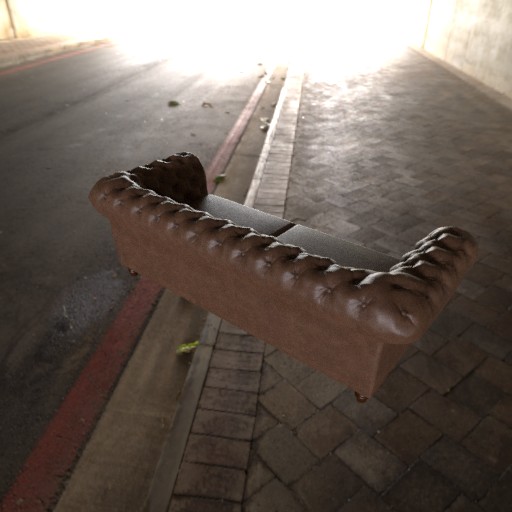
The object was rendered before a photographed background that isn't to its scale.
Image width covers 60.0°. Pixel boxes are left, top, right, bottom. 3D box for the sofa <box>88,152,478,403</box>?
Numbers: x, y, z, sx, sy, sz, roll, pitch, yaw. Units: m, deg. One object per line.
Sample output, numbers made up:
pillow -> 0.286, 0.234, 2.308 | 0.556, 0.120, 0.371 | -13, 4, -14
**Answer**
sofa -> 0.000, 0.000, 2.865 | 2.385, 0.783, 0.944 | 23, 38, 33
